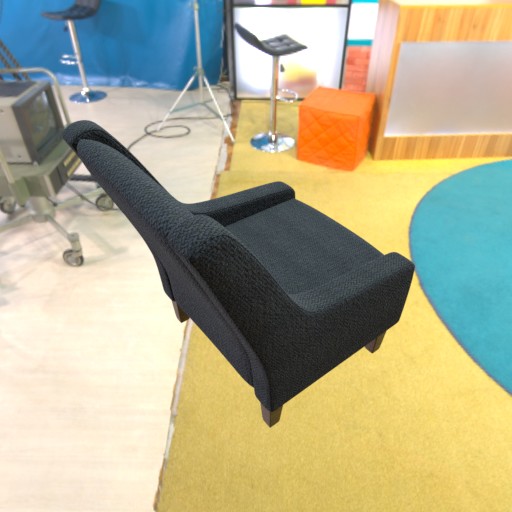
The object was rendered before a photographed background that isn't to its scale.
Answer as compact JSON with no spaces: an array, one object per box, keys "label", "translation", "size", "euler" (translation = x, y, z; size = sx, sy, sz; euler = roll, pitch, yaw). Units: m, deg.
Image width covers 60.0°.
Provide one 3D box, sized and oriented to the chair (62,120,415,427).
[{"label":"chair","translation":[0.000,0.000,1.661],"size":[0.944,1.012,0.793],"euler":[-26,46,-28]}]
